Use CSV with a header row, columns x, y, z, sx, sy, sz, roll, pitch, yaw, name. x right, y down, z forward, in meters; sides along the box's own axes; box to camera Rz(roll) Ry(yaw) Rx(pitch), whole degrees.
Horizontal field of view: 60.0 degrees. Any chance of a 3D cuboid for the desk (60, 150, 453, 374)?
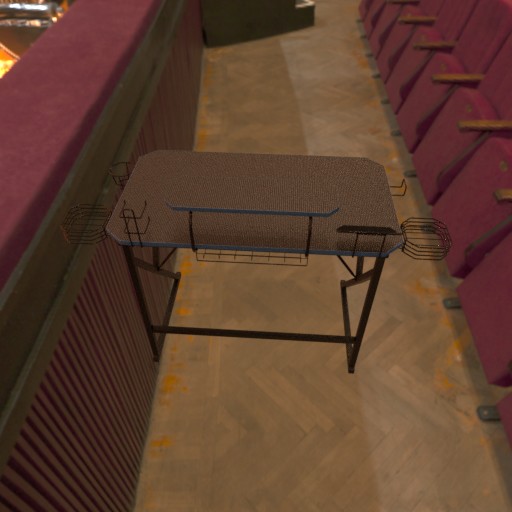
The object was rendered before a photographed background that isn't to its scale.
x,y,z,sx,sy,sz,roll,pitch,yaw,name
0.000,0.000,1.797,1.295,0.909,0.594,3,44,3,desk
